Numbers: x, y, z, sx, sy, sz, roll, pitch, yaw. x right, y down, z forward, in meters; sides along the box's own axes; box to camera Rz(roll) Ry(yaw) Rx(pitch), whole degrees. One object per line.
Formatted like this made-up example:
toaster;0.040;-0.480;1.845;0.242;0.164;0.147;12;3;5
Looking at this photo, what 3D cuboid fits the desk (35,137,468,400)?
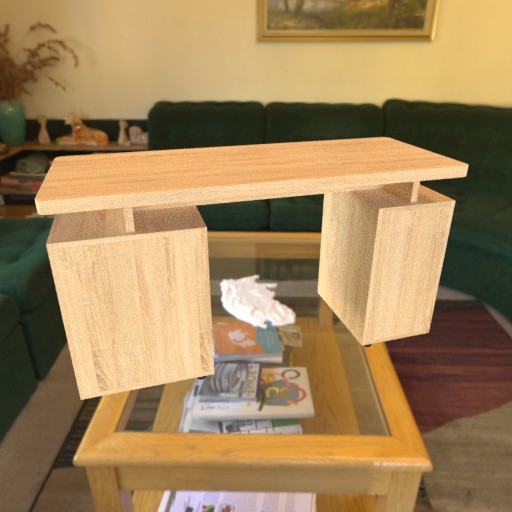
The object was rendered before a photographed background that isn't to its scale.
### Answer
desk;0.000;0.000;1.761;1.400;0.760;0.550;-7;26;-15
